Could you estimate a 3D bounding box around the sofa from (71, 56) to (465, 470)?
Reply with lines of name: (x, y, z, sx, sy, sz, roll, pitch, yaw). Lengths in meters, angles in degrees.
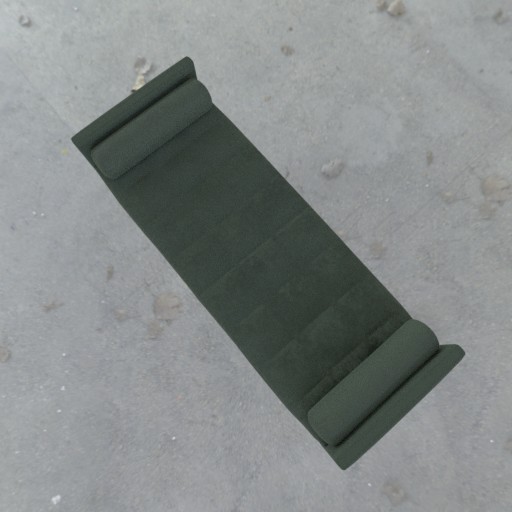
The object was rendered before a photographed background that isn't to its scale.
sofa: (0.000, 0.000, 2.462, 0.797, 0.657, 2.102, -39, 79, -9)
